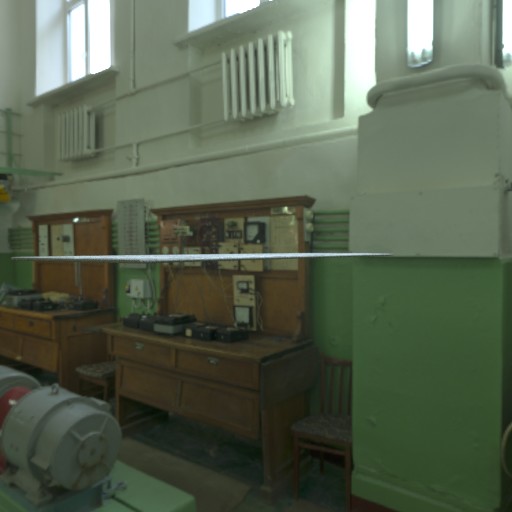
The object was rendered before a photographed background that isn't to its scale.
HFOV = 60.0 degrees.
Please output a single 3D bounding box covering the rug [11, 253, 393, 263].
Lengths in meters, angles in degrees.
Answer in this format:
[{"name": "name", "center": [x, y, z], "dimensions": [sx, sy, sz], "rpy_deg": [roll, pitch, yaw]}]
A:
[{"name": "rug", "center": [0.000, 0.000, 2.659], "dimensions": [0.855, 0.017, 2.452], "rpy_deg": [1, 1, 36]}]
